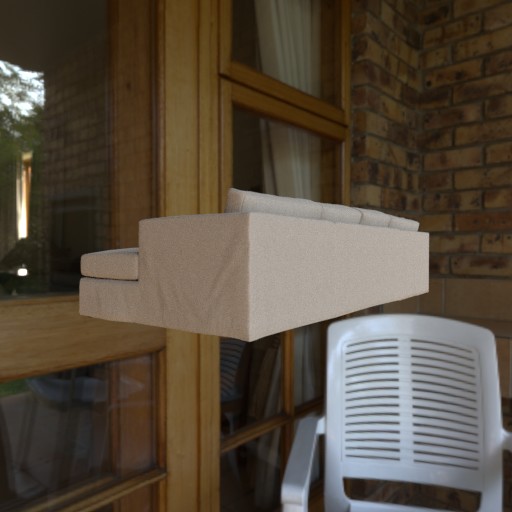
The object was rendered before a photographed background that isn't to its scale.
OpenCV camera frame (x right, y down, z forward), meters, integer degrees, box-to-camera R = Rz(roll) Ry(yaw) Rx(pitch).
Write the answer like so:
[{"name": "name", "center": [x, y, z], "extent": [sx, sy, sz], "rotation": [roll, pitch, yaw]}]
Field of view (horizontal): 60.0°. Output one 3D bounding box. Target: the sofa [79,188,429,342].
[{"name": "sofa", "center": [0.000, 0.000, 4.431], "extent": [2.427, 0.882, 3.460], "rotation": [1, 1, 36]}]
